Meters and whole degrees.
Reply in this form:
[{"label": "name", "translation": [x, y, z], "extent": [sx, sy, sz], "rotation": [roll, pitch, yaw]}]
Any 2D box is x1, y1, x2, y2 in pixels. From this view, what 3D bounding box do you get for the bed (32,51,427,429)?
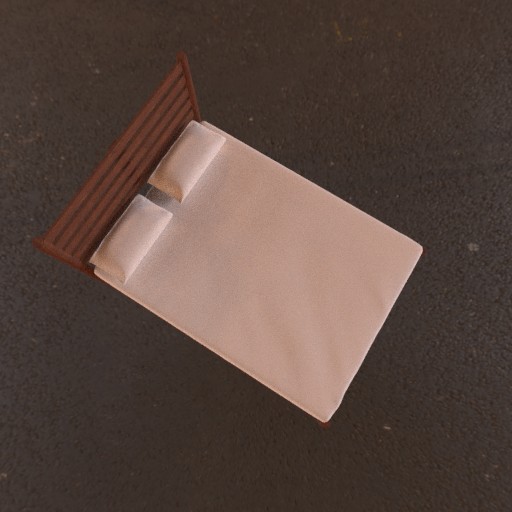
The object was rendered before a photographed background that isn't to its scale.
[{"label": "bed", "translation": [0.000, 0.000, 3.160], "extent": [2.093, 1.304, 1.509], "rotation": [31, 79, 7]}]
